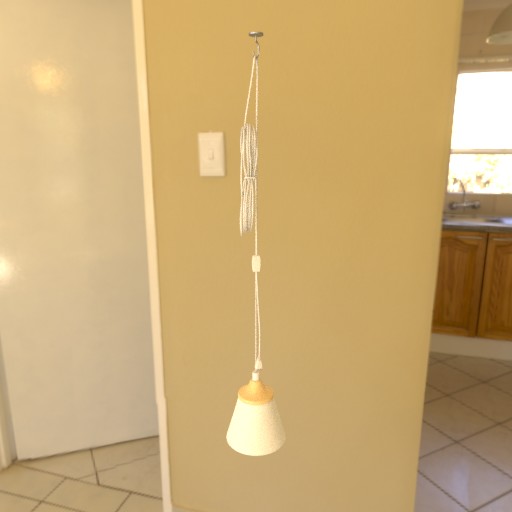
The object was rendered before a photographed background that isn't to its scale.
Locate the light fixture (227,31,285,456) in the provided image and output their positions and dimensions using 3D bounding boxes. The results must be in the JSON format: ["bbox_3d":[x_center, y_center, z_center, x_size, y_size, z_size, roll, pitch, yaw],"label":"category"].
[{"bbox_3d":[0.000,0.000,1.047,0.153,0.966,0.153,2,13,8],"label":"light fixture"}]
